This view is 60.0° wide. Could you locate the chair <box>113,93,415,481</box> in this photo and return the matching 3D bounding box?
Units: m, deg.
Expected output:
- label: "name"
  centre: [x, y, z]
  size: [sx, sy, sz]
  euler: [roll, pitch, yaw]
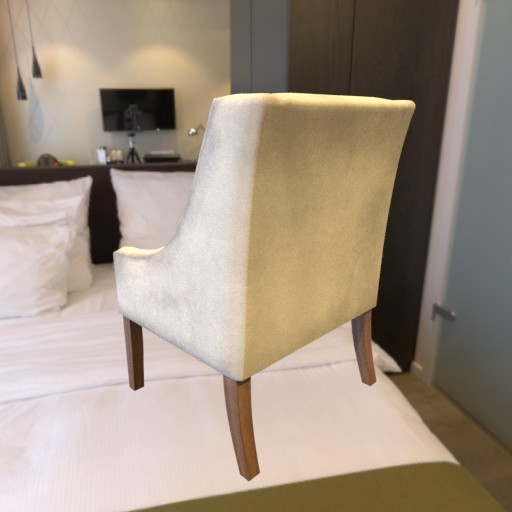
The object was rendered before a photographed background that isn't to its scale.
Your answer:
- label: "chair"
  centre: [0.000, 0.000, 1.331]
  size: [0.629, 0.895, 0.629]
  euler: [17, 24, 42]
